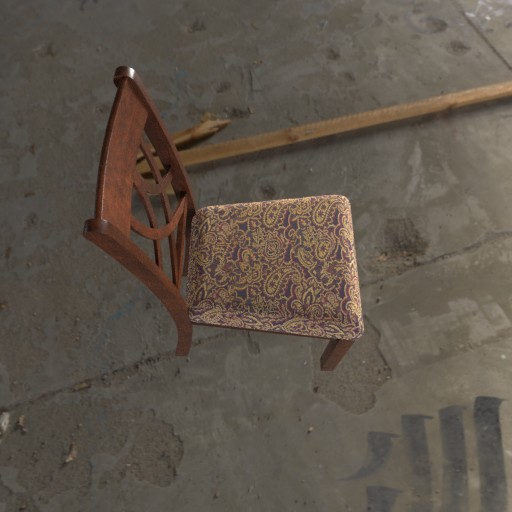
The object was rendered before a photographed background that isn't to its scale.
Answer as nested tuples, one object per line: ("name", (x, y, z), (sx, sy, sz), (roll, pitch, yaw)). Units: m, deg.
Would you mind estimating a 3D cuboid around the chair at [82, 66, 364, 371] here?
("chair", (0.000, 0.000, 1.249), (0.584, 0.965, 0.457), (0, 64, 0))
